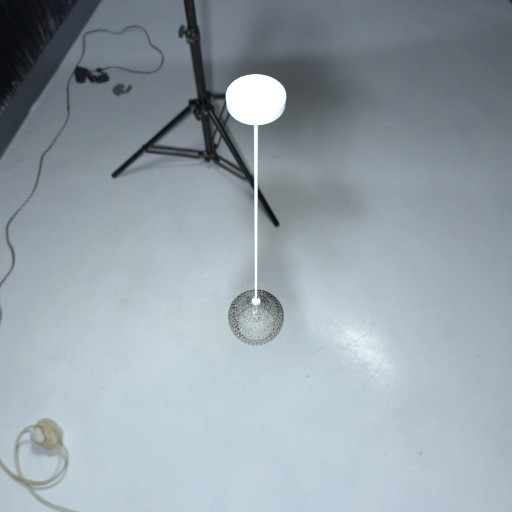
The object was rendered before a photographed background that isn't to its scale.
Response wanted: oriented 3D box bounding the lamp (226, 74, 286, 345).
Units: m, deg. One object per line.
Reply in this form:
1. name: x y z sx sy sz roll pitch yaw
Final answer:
1. lamp: 0.000 0.000 2.077 0.355 1.919 0.355 12 63 6
